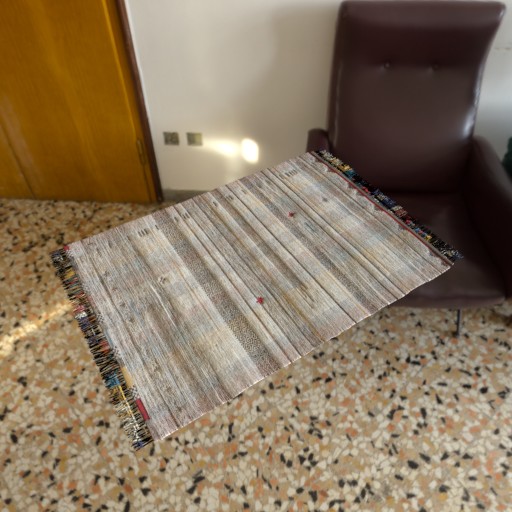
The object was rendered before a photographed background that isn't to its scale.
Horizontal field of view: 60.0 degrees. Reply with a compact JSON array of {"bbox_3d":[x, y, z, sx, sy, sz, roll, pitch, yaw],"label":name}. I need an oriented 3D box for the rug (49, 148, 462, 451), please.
[{"bbox_3d":[0.000,0.000,2.318,1.848,0.012,1.217,-25,52,-21],"label":"rug"}]
